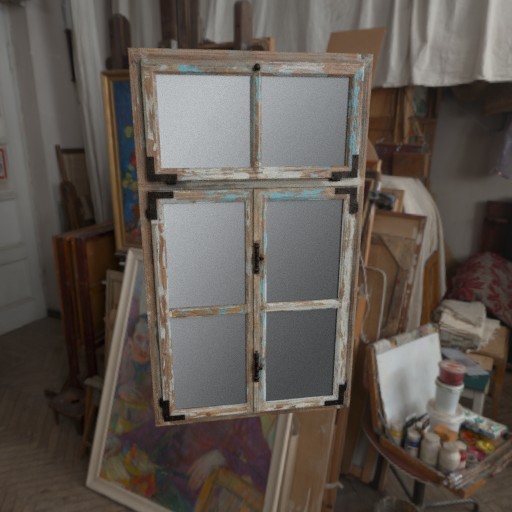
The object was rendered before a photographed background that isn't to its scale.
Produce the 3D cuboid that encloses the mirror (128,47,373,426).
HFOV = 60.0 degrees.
[{"bbox_3d":[0.000,0.000,1.426,0.707,1.213,0.083,-3,16,-9],"label":"mirror"}]
